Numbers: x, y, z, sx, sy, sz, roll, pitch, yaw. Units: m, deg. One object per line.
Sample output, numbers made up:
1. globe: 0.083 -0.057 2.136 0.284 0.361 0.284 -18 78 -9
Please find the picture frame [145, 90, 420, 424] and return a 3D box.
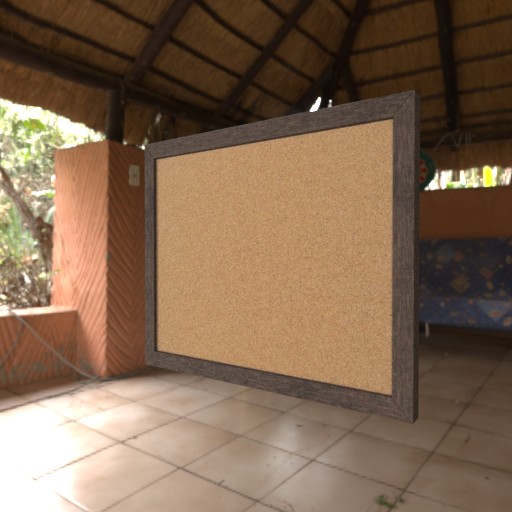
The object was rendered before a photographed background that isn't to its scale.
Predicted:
1. picture frame: 0.000 0.000 0.772 0.546 0.455 0.026 1 1 35
